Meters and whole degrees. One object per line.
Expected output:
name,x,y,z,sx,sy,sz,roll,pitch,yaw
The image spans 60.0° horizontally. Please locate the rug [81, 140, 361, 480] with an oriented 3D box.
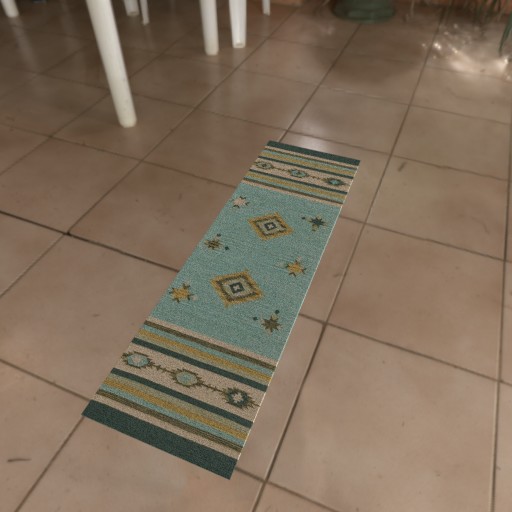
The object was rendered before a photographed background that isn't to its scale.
rug,0.000,0.000,2.706,0.744,0.010,2.441,16,49,15
